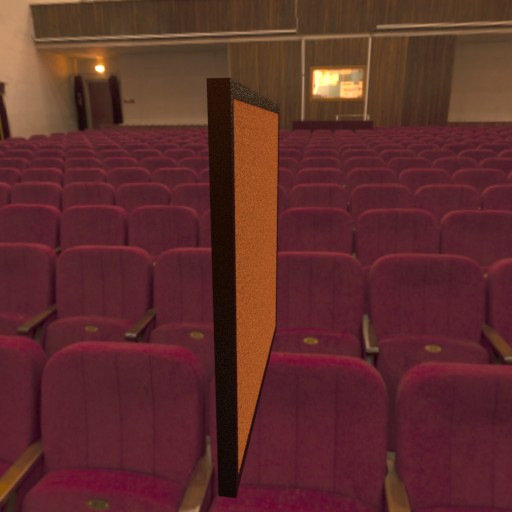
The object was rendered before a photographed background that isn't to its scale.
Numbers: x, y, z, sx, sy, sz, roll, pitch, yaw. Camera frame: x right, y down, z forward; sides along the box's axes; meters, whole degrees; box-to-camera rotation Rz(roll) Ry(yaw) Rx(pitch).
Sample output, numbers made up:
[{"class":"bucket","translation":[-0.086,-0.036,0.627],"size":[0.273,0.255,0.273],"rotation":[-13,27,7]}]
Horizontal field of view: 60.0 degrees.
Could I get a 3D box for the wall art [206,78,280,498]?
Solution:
[{"class":"wall art","translation":[0.000,0.000,1.112],"size":[0.036,0.755,0.756],"rotation":[2,16,8]}]
